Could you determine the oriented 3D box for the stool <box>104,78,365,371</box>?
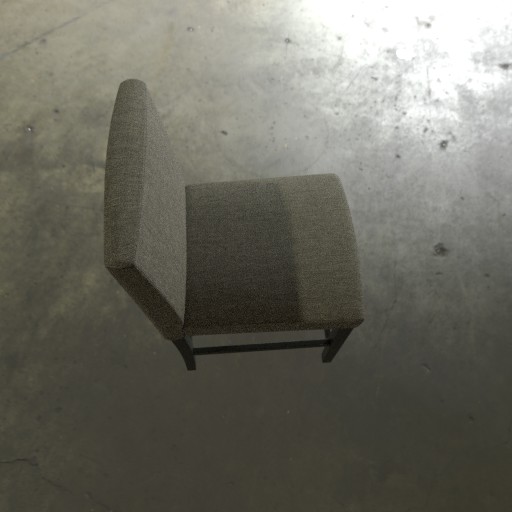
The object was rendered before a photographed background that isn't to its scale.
[{"bbox_3d":[0.000,0.000,1.251,0.552,0.966,0.451,-4,64,-2],"label":"stool"}]
